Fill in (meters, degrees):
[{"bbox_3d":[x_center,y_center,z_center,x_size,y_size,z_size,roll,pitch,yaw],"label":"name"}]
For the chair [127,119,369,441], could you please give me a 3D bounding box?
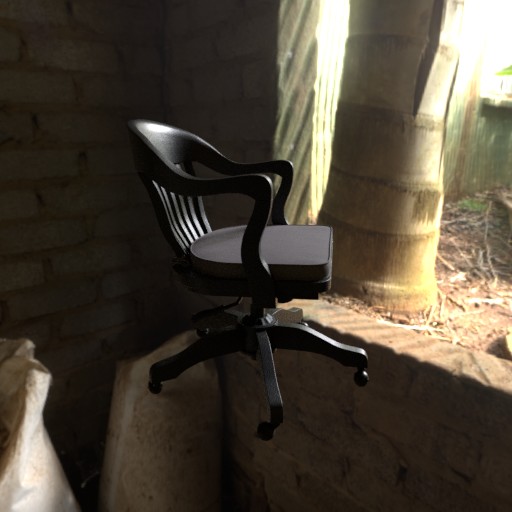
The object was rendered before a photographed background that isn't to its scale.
[{"bbox_3d":[0.000,0.000,1.486,0.788,0.878,0.750,3,16,10],"label":"chair"}]
